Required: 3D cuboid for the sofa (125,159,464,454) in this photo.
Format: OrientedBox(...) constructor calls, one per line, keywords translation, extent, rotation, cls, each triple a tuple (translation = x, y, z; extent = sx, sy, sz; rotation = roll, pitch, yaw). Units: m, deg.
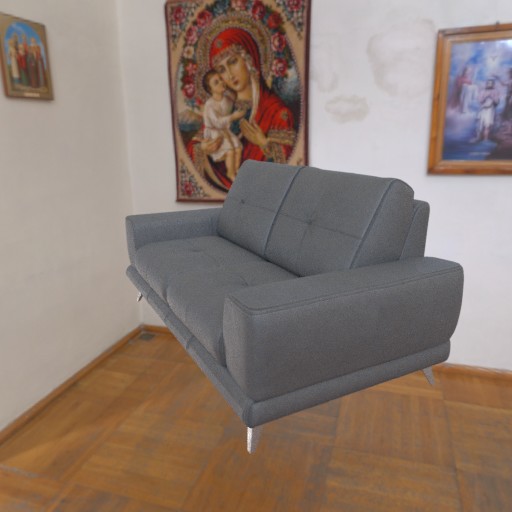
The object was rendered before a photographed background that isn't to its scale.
OrientedBox(translation=(0.000, 0.000, 2.328), extent=(1.018, 0.907, 1.806), rotation=(-8, 18, -27), cls="sofa")
